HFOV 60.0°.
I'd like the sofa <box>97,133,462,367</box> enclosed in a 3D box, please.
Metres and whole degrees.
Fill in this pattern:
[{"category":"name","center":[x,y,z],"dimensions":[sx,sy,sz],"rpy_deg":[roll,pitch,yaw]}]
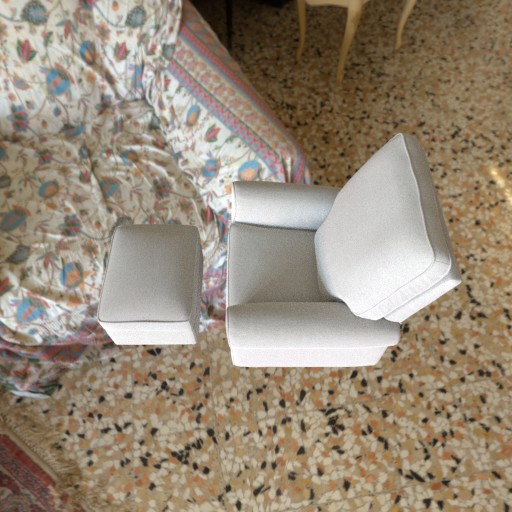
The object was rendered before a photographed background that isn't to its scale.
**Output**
[{"category":"sofa","center":[0.000,0.000,2.057],"dimensions":[1.478,0.959,0.880],"rpy_deg":[0,58,0]}]
